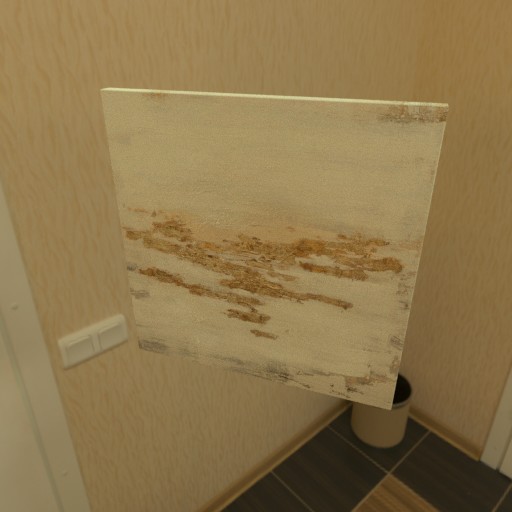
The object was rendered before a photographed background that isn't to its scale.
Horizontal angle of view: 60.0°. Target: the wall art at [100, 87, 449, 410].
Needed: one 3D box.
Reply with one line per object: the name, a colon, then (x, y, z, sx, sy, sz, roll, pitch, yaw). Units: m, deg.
wall art: (0.000, 0.000, 1.101, 0.753, 0.755, 0.038, 9, 29, 17)
